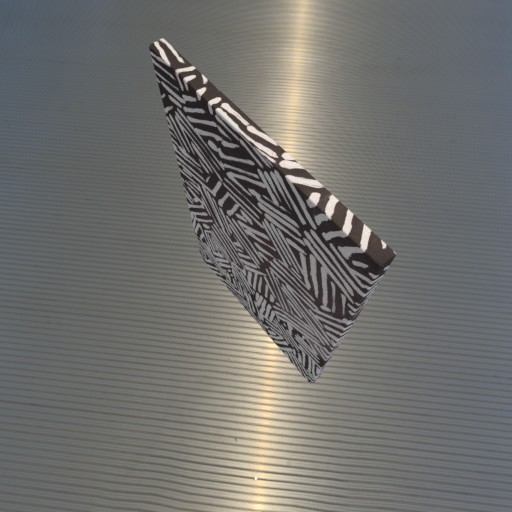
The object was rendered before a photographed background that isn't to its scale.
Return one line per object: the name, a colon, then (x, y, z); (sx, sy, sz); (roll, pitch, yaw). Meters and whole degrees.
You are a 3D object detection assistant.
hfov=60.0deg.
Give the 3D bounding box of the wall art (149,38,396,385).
wall art: (0.000, 0.000, 1.165); (0.035, 0.918, 0.615); (-36, 69, -17)
